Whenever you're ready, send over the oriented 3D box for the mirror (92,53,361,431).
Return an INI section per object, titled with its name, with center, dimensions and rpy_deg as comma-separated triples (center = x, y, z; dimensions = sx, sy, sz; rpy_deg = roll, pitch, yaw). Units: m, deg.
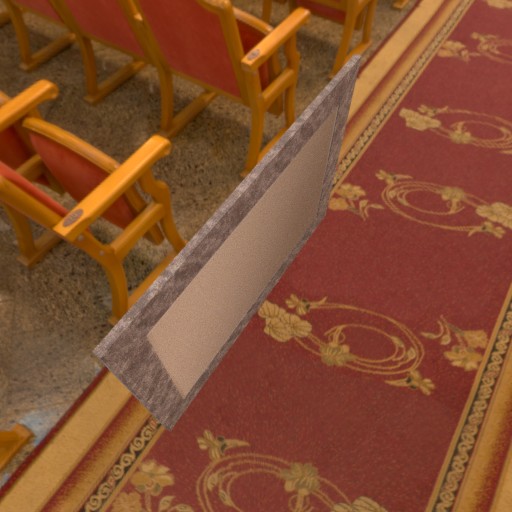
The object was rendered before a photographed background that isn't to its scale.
[mirror]
center = 0.000, 0.000, 1.421
dimensions = 0.022, 0.795, 1.101
rpy_deg = 30, 63, 17
